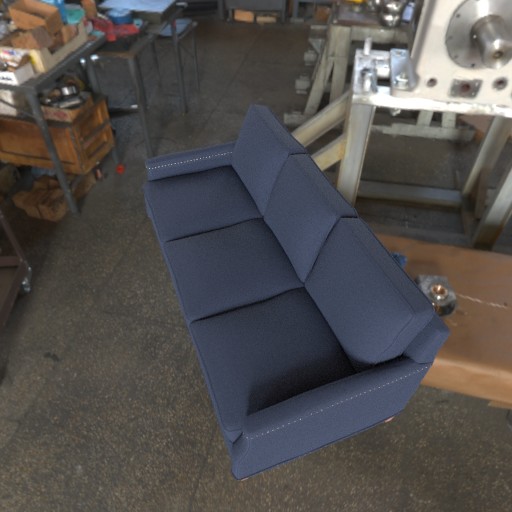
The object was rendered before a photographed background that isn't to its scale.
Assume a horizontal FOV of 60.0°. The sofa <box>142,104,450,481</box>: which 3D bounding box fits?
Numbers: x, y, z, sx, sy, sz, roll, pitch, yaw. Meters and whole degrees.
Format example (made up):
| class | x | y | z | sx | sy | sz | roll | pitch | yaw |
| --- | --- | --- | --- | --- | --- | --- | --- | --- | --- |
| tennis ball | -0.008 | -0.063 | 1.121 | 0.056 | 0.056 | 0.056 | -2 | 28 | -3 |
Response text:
| class | x | y | z | sx | sy | sz | roll | pitch | yaw |
| --- | --- | --- | --- | --- | --- | --- | --- | --- | --- |
| sofa | 0.000 | 0.000 | 2.814 | 1.084 | 1.003 | 2.246 | -15 | 48 | -14 |
